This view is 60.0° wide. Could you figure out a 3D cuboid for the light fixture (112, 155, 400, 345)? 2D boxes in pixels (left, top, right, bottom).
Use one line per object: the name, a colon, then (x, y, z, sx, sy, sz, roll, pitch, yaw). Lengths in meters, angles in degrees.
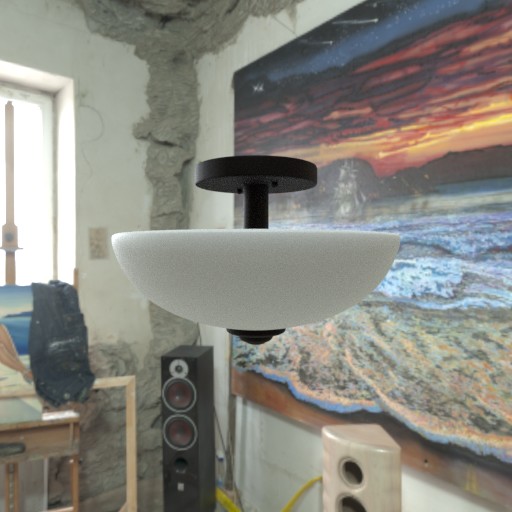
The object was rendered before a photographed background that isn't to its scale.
light fixture: (0.000, 0.000, 0.534, 0.331, 0.212, 0.331, 0, 1, 0)
